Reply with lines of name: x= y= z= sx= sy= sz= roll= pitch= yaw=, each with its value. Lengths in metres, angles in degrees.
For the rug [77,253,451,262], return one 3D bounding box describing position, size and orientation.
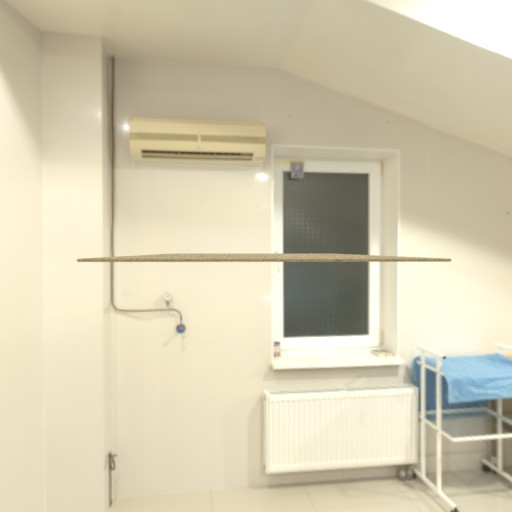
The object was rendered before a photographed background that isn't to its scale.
rug: x=0.000 y=0.000 z=3.018 sx=1.540 sy=0.012 sz=2.448 roll=0 pitch=1 yaw=-2
